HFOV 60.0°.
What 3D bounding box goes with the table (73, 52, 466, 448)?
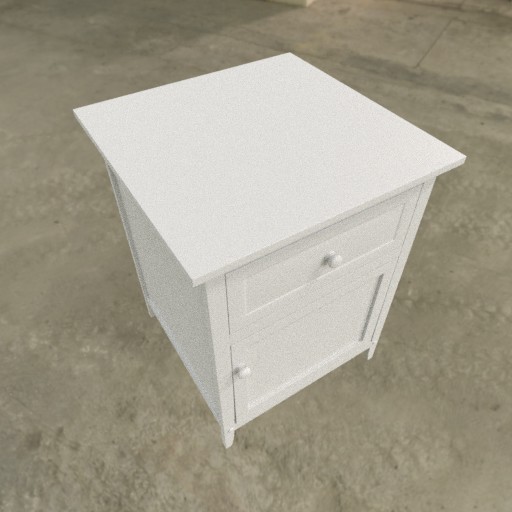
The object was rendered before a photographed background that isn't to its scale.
[{"bbox_3d":[0.000,0.000,0.767,0.381,0.483,0.381,-24,51,-22],"label":"table"}]
